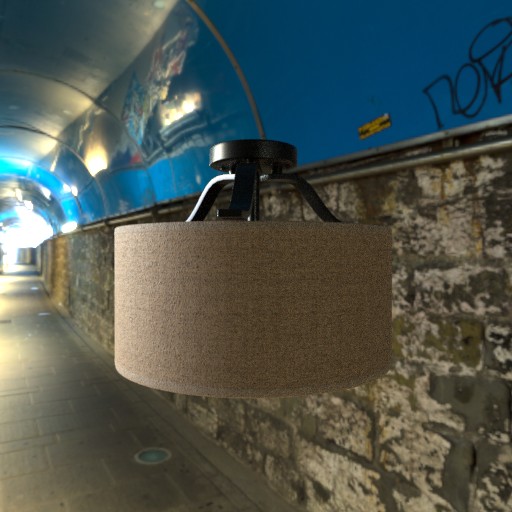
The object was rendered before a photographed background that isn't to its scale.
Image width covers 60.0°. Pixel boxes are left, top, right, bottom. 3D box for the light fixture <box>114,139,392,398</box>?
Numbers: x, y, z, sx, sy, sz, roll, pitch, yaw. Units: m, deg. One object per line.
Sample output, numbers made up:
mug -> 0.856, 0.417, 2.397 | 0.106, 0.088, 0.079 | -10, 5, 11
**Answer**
light fixture -> 0.000, 0.000, 0.641 | 0.390, 0.306, 0.390 | 0, 0, 0
